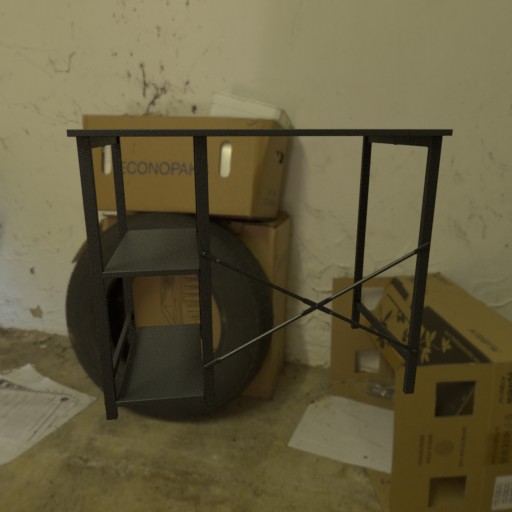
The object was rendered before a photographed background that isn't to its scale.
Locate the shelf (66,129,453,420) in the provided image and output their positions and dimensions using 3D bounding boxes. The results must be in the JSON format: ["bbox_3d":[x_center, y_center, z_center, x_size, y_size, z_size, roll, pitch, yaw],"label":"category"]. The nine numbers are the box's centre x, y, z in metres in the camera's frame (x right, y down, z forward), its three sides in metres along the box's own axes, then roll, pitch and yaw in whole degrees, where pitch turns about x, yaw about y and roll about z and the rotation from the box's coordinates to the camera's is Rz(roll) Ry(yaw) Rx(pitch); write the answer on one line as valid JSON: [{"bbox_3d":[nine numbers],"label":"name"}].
[{"bbox_3d":[0.000,0.000,1.361,0.902,0.749,0.498,-2,16,-8],"label":"shelf"}]
